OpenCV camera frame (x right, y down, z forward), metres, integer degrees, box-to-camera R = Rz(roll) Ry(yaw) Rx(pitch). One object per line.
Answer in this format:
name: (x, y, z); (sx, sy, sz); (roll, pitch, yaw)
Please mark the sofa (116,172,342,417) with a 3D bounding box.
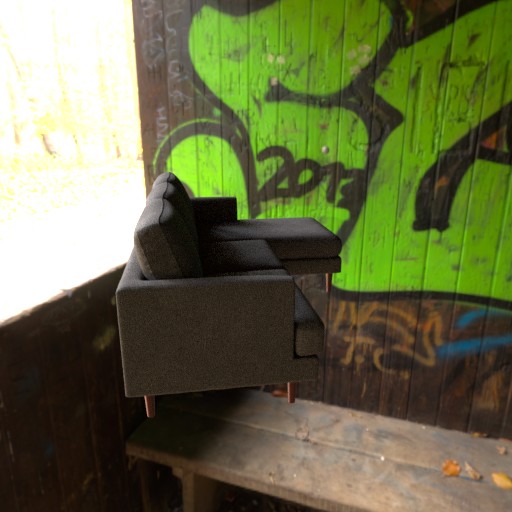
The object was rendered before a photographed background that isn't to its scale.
sofa: (0.000, 0.000, 2.999); (1.504, 0.956, 2.233); (-3, 17, -9)
